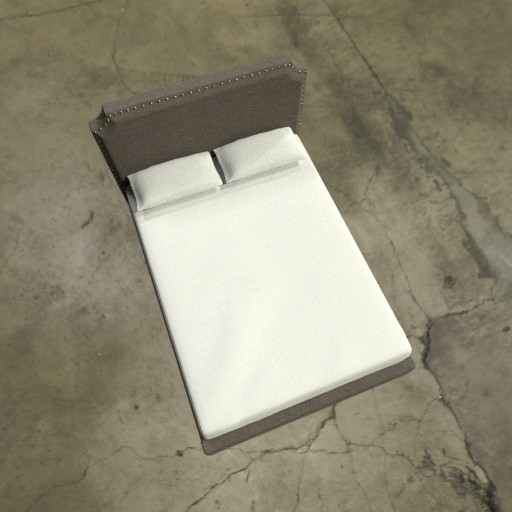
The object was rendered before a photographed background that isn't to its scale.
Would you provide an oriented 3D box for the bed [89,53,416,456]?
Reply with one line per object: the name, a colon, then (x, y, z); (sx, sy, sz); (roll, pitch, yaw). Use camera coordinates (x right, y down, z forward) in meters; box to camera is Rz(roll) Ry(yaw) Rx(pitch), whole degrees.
bed: (0.000, 0.000, 3.437); (1.713, 1.457, 2.381); (-19, 66, -9)
